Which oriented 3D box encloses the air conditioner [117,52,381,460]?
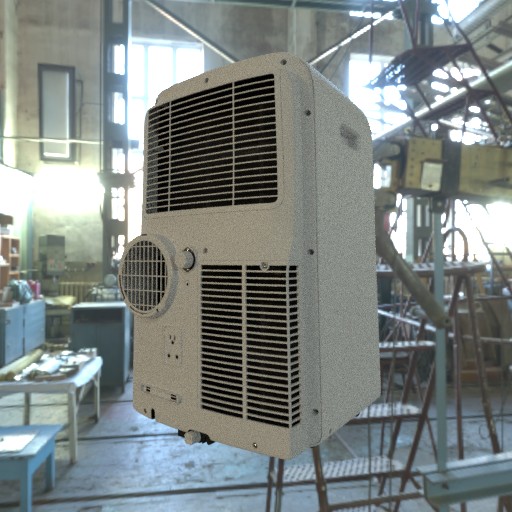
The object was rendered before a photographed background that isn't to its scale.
[{"bbox_3d":[0.000,0.000,1.045,0.478,0.765,0.467,0,0,36],"label":"air conditioner"}]
